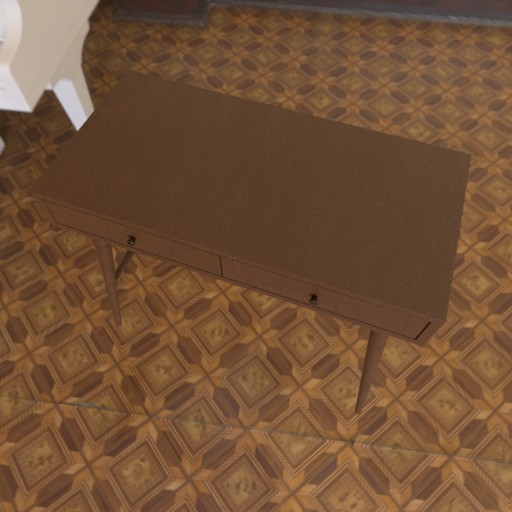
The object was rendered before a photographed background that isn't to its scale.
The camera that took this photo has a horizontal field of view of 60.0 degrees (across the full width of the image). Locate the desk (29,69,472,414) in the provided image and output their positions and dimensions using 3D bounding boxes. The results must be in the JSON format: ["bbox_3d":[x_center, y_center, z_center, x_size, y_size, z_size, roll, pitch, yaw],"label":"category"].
[{"bbox_3d":[0.000,0.000,1.377,0.949,0.758,0.510,17,60,10],"label":"desk"}]
